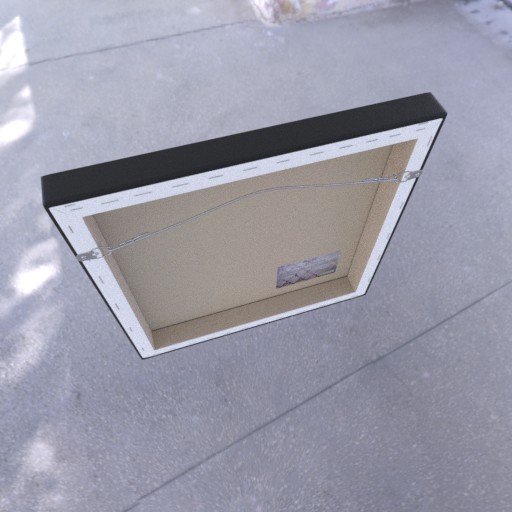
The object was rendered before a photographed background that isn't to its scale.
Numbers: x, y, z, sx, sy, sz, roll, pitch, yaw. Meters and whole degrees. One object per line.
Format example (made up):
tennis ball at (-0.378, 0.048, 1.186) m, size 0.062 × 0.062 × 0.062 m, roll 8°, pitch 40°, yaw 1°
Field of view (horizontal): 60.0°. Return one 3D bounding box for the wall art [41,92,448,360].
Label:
wall art at (0.000, 0.000, 0.602) m, size 0.406 × 0.407 × 0.041 m, roll -15°, pitch 59°, yaw -9°
